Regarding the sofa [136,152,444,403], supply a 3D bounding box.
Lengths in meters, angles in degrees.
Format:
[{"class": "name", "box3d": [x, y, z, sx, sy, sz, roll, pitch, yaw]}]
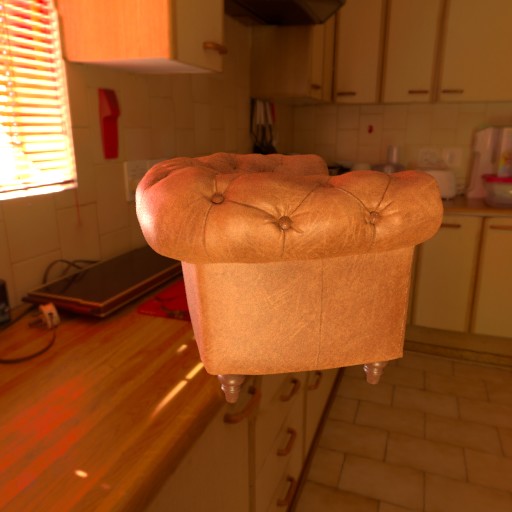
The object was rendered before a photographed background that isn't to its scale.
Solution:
[{"class": "sofa", "box3d": [0.000, 0.000, 2.042, 1.033, 0.878, 1.405, -3, 16, -10]}]
